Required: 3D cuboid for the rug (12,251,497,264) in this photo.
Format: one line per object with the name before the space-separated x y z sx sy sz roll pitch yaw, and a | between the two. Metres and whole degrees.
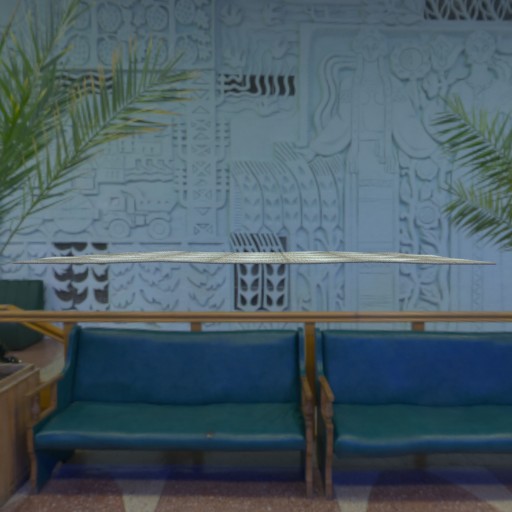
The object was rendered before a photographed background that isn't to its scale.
rug | 0.000 0.000 4.252 3.333 0.027 2.428 0 2 2
